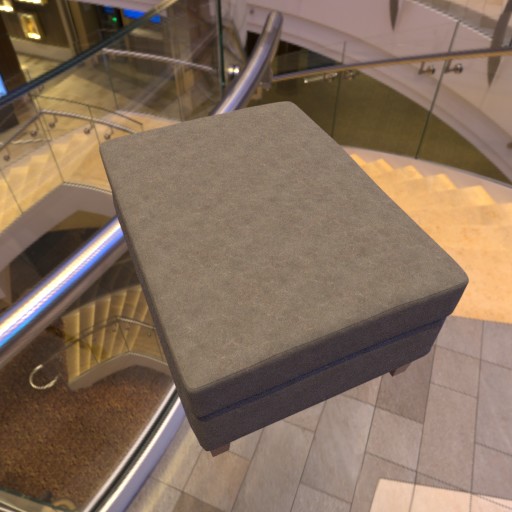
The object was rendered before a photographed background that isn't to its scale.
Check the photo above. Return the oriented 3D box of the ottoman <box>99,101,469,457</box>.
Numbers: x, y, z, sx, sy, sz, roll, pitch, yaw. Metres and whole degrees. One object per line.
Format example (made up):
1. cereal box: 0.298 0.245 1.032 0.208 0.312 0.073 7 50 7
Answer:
1. ottoman: 0.000 0.000 1.236 0.639 0.464 0.839 -18 49 -16
